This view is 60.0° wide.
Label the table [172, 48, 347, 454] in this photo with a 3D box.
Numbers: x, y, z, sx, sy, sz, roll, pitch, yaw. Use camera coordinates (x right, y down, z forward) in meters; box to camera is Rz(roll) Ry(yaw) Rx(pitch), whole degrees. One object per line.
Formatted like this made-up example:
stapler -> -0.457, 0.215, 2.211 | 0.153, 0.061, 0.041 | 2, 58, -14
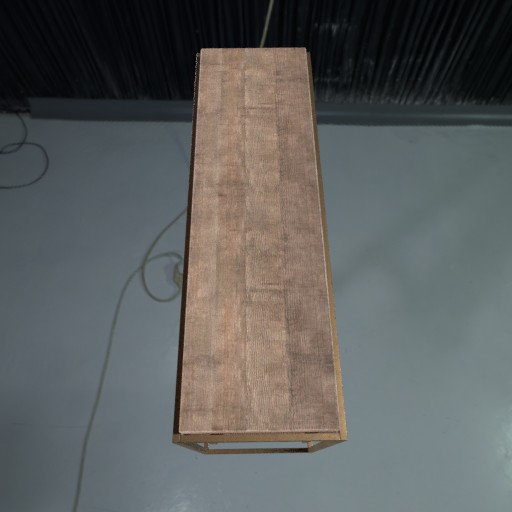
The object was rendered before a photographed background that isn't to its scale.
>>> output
table -> 0.000, 0.000, 1.753 | 0.440, 0.820, 1.400 | -1, 64, 0
